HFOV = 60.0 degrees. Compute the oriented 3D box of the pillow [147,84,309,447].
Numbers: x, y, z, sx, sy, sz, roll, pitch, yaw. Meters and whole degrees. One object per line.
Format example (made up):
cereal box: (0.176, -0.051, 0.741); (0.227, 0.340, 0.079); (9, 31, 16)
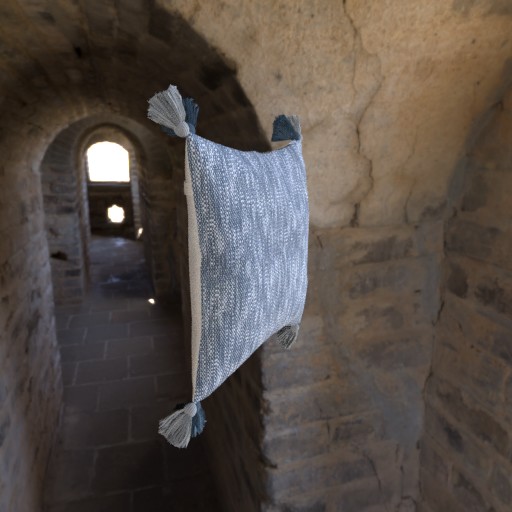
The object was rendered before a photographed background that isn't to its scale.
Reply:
pillow: (0.000, 0.000, 0.950); (0.138, 0.634, 0.614); (7, 15, 27)
